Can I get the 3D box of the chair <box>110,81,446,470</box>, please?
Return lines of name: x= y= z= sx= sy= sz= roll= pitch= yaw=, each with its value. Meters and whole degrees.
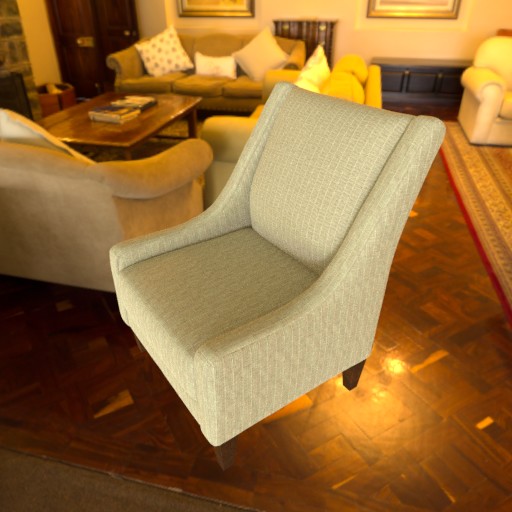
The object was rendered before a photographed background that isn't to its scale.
chair: x=0.000 y=0.000 z=1.596 sx=0.870 sy=1.014 sz=0.774 roll=-20 pitch=37 yaw=-30
